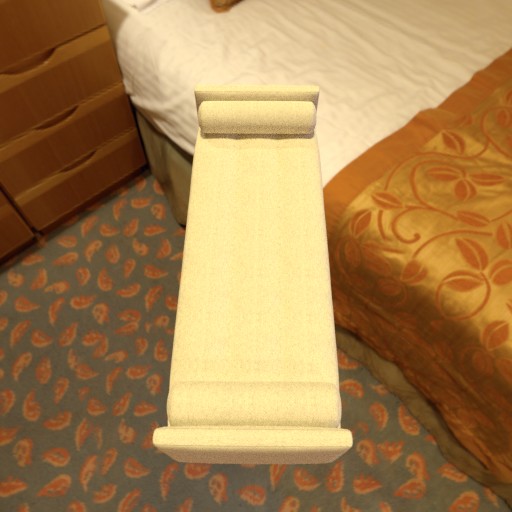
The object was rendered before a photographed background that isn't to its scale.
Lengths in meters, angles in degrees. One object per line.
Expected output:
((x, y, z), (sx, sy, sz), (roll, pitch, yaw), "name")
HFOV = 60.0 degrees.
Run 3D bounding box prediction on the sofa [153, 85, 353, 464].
((0.000, 0.000, 2.493), (0.797, 0.655, 2.102), (0, 60, 0), "sofa")
